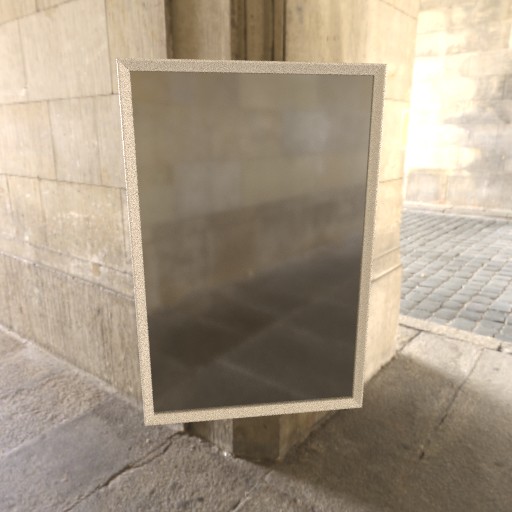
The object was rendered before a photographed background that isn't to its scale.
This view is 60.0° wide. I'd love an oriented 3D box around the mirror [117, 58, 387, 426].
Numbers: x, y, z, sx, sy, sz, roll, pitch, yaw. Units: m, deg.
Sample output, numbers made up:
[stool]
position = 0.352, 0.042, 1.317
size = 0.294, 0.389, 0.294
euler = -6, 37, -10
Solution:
[mirror]
position = 0.000, 0.000, 1.130
size = 0.609, 0.915, 0.041
euler = -2, 16, -8
